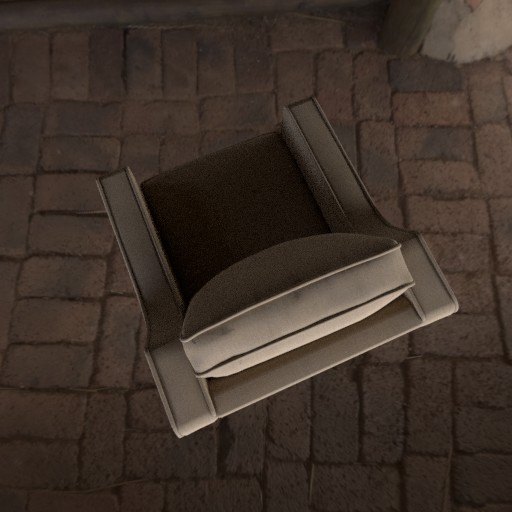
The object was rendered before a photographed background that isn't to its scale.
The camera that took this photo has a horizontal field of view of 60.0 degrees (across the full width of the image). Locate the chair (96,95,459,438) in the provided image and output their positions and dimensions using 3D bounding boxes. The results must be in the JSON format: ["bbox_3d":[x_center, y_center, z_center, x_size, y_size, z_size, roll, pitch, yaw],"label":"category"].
[{"bbox_3d":[0.000,0.000,1.605,0.831,0.960,0.909,-23,75,-6],"label":"chair"}]
